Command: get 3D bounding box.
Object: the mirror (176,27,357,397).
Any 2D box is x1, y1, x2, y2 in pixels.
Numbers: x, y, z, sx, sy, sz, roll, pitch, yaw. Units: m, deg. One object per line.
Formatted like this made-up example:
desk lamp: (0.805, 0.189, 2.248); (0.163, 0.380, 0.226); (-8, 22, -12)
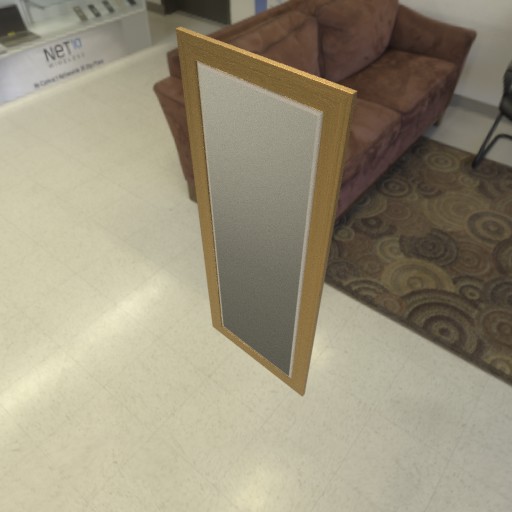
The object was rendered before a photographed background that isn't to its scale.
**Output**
mirror: (0.000, 0.000, 2.287); (0.812, 2.031, 0.025); (33, 55, 27)
